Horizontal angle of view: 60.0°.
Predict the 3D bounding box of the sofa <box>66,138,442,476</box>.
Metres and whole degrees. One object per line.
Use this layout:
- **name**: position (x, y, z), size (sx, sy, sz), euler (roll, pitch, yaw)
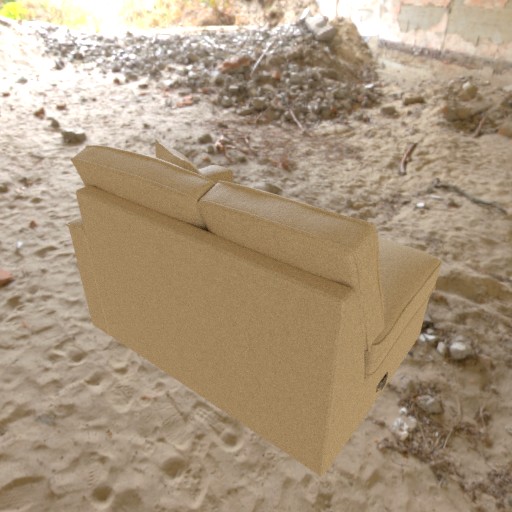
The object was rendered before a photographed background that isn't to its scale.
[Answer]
- **sofa**: position (0.000, 0.000, 2.000), size (1.388, 0.989, 0.991), euler (22, 37, 32)
